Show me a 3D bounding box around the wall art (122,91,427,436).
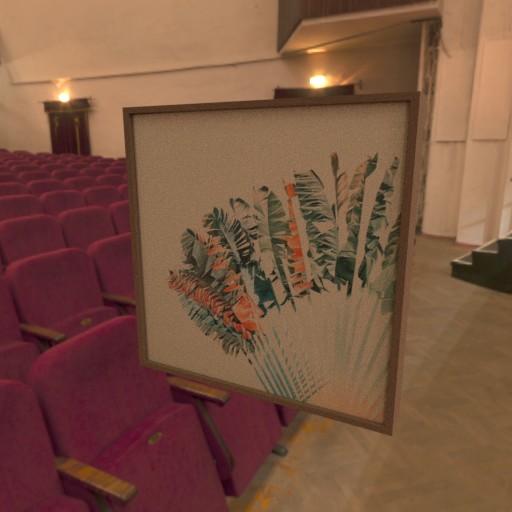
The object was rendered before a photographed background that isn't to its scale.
[{"bbox_3d":[0.000,0.000,0.461,0.304,0.303,0.038,7,15,27],"label":"wall art"}]
